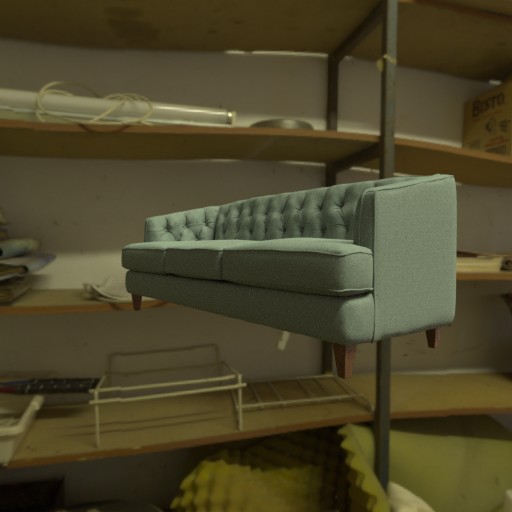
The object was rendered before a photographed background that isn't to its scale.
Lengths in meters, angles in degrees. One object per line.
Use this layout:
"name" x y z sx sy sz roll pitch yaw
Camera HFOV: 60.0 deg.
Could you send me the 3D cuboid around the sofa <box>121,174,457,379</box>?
"sofa" 0.000 0.000 2.704 0.941 0.855 2.278 -1 2 -36
